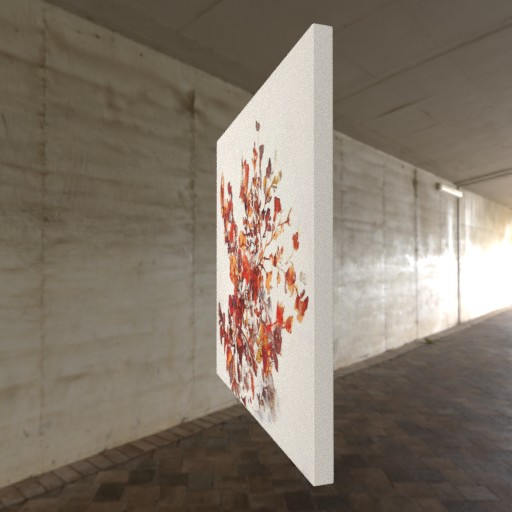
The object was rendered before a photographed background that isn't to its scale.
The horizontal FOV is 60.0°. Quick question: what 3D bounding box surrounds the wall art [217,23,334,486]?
[{"bbox_3d":[0.000,0.000,1.453,0.049,1.009,1.009,0,-1,-17],"label":"wall art"}]
